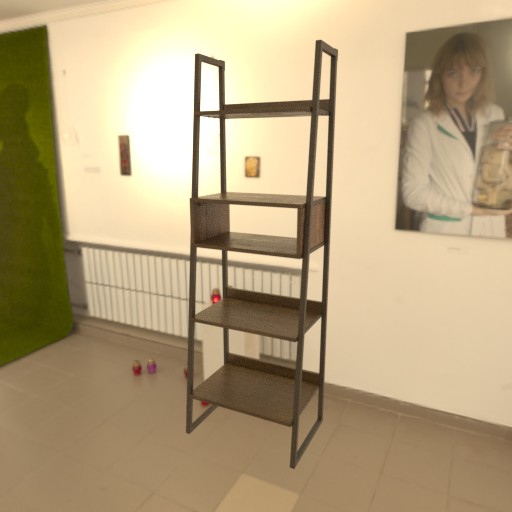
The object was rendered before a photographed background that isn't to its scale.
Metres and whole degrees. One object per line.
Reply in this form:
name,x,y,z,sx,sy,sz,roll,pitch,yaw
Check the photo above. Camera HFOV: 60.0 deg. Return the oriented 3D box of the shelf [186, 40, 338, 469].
shelf,0.000,0.000,2.298,0.652,2.005,0.454,7,15,26
